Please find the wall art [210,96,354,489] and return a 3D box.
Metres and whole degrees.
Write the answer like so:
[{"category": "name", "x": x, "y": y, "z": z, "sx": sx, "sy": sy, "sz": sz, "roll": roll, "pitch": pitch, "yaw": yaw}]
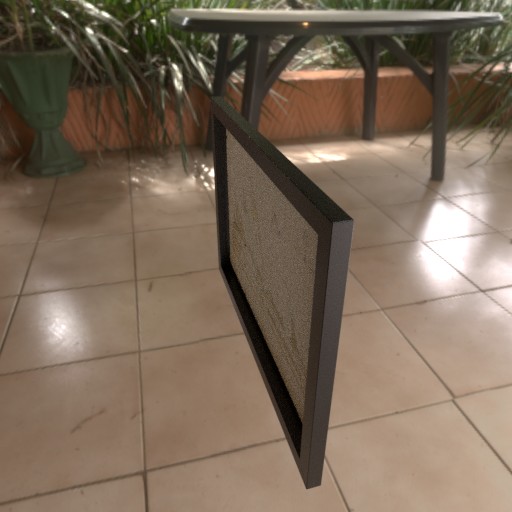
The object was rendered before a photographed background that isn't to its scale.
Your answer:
[{"category": "wall art", "x": 0.000, "y": 0.000, "z": 0.841, "sx": 0.027, "sy": 0.458, "sz": 0.657, "roll": -8, "pitch": 32, "yaw": -14}]
